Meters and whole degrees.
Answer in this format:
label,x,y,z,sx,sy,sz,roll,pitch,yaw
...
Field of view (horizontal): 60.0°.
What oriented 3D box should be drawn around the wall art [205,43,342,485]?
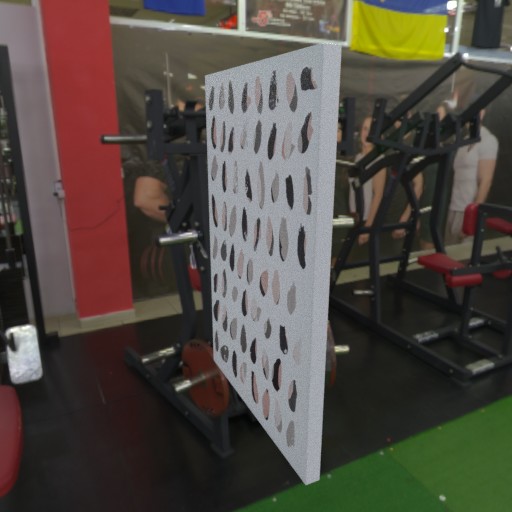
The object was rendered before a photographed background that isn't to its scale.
label,x,y,z,sx,sy,sz,roll,pitch,yaw
wall art,0.000,0.000,1.144,0.037,0.916,0.610,-8,19,-24
